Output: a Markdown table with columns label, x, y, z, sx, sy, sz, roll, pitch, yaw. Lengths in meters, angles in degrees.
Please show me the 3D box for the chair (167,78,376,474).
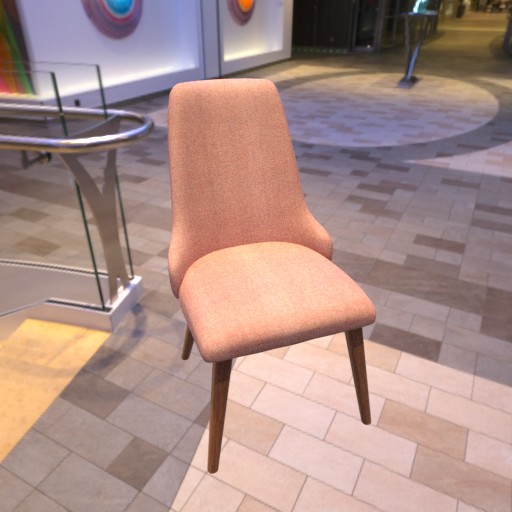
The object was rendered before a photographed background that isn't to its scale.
| label | x | y | z | sx | sy | sz | roll | pitch | yaw |
| --- | --- | --- | --- | --- | --- | --- | --- | --- | --- |
| chair | 0.000 | 0.000 | 1.354 | 0.535 | 0.918 | 0.707 | -10 | 32 | -16 |
